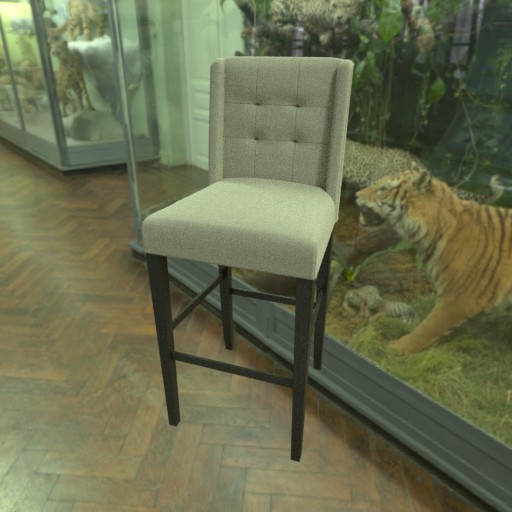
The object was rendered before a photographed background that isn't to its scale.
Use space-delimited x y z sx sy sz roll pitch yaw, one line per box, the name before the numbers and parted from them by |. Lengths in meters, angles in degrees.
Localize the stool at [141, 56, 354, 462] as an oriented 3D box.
stool | 0.000 0.000 1.379 0.474 1.116 0.509 9 27 17
